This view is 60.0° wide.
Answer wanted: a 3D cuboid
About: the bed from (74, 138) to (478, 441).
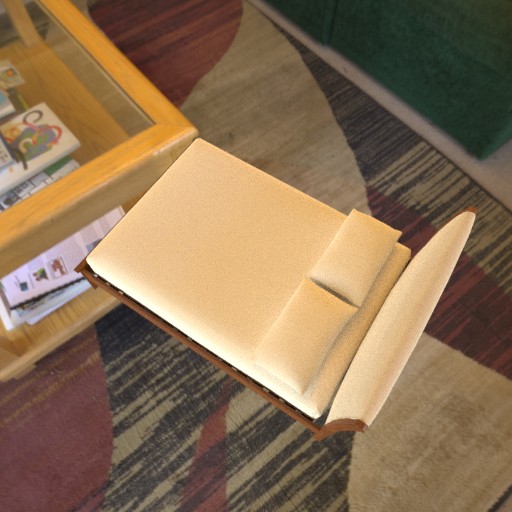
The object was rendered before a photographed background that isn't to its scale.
[{"bbox_3d":[0.000,0.000,3.319,2.380,1.250,1.612,30,67,14],"label":"bed"}]
